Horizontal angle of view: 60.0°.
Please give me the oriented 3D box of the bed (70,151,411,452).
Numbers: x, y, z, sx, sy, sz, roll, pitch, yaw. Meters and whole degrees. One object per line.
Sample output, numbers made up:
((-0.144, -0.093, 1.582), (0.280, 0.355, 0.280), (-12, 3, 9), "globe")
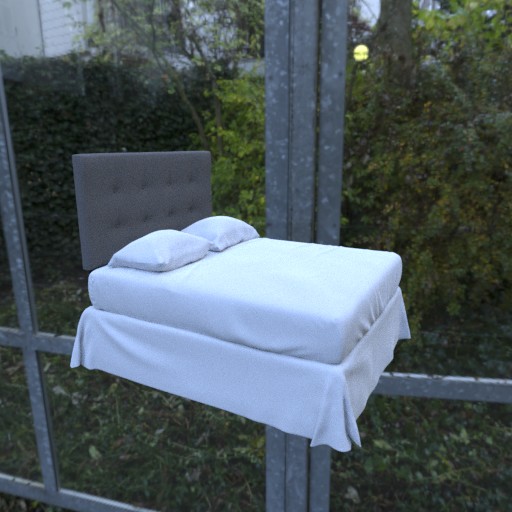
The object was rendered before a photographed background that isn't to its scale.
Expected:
((0.000, 0.000, 3.490), (2.222, 1.577, 1.936), (8, 16, 27), "bed")
